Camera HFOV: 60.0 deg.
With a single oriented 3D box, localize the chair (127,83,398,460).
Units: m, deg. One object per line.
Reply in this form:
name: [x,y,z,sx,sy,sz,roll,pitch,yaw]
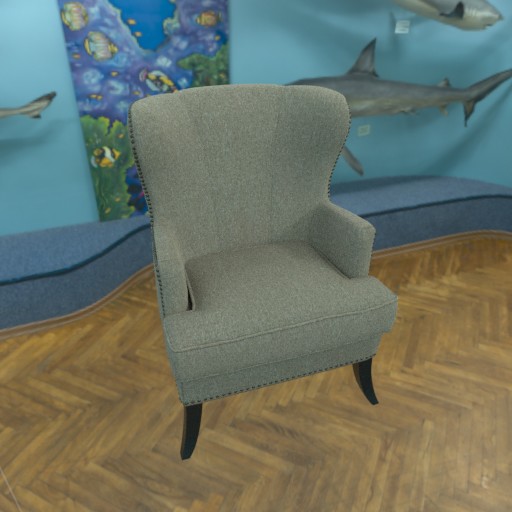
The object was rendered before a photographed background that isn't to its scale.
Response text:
chair: [0.000,0.000,1.602,0.759,1.060,0.758,-10,32,-16]
